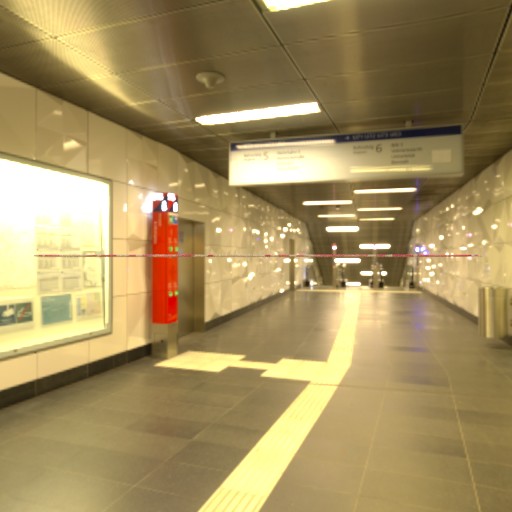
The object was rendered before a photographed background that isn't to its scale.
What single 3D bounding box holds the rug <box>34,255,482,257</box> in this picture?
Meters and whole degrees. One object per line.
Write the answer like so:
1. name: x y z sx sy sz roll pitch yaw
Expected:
1. rug: 0.000 0.000 2.796 2.458 0.011 0.787 0 0 1
